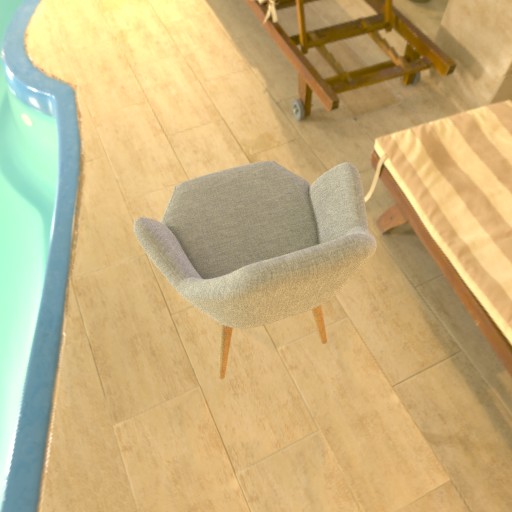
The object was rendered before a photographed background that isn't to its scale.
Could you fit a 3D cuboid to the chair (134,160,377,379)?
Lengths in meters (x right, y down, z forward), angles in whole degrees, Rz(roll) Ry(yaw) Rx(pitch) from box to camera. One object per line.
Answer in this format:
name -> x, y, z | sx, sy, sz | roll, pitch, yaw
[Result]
chair -> 0.000, 0.000, 1.266 | 0.590, 0.840, 0.610 | -17, 59, -10
